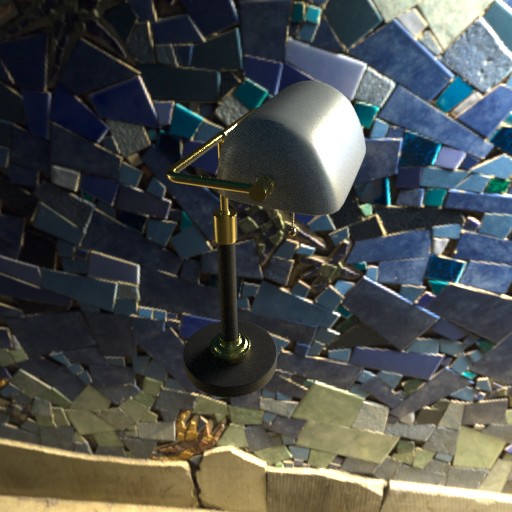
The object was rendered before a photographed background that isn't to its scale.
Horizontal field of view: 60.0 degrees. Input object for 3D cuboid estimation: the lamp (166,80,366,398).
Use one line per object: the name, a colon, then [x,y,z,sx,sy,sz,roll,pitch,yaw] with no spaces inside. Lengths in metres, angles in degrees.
lamp: [0.000,0.000,0.570,0.227,0.404,0.269,11,34,16]
